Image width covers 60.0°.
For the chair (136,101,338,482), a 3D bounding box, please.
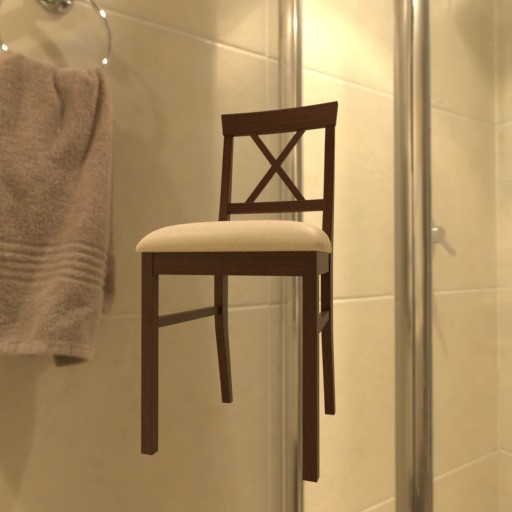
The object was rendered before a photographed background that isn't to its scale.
[{"bbox_3d":[0.000,0.000,1.156,0.440,0.913,0.480,0,-1,19],"label":"chair"}]
